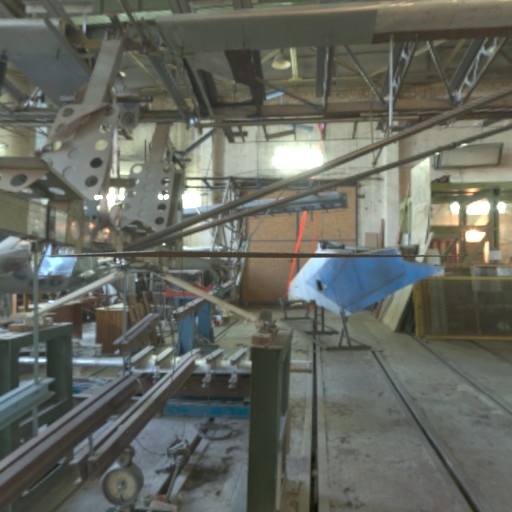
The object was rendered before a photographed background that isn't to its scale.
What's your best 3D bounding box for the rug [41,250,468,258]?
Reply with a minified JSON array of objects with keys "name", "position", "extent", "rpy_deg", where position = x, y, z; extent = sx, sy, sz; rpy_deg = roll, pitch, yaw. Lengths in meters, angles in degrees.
[{"name":"rug","position":[0.000,0.000,4.161],"extent":[3.200,0.007,2.443],"rpy_deg":[1,-1,-38]}]
